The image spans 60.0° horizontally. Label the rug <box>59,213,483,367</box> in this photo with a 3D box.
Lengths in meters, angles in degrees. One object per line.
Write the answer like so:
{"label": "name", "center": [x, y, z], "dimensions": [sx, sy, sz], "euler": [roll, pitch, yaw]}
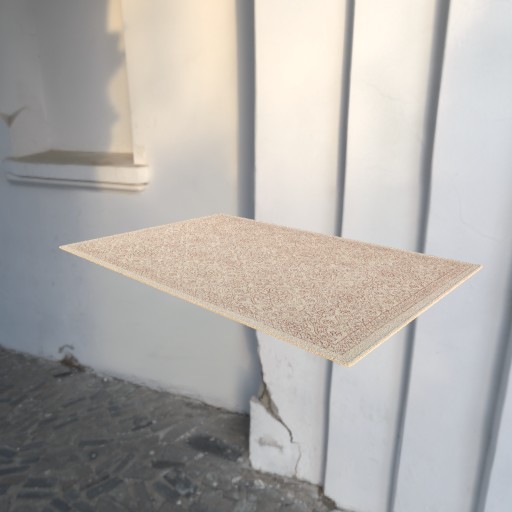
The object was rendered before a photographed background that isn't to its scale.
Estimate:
{"label": "rug", "center": [0.000, 0.000, 2.275], "dimensions": [1.829, 0.010, 1.219], "euler": [15, 23, 40]}
